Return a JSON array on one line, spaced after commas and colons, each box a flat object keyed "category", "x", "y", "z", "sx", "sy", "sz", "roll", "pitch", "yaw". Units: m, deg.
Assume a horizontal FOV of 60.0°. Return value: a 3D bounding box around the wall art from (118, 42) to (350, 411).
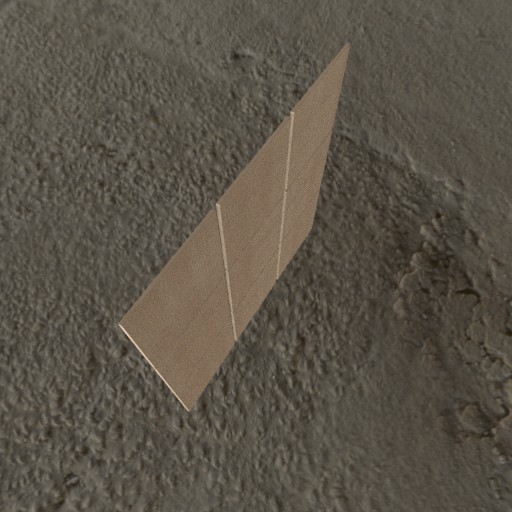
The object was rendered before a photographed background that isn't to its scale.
[{"category": "wall art", "x": 0.000, "y": 0.000, "z": 1.838, "sx": 0.013, "sy": 1.218, "sz": 1.219, "roll": 29, "pitch": 65, "yaw": 15}]
